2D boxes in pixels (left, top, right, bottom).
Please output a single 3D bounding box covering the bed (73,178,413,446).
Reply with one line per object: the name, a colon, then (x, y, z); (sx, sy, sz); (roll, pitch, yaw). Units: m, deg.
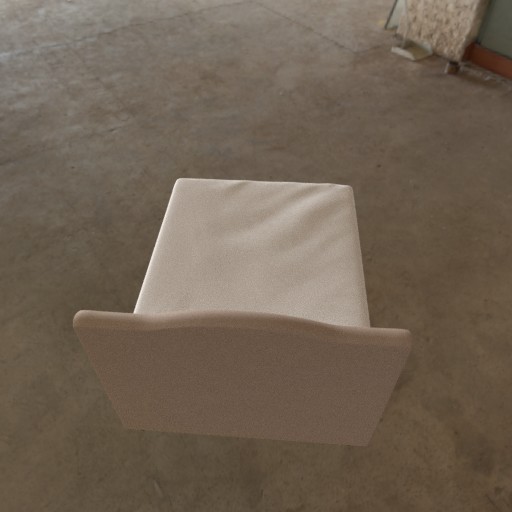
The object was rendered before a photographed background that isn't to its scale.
bed: (0.000, 0.000, 3.415); (1.821, 1.436, 2.282); (3, 47, 3)
